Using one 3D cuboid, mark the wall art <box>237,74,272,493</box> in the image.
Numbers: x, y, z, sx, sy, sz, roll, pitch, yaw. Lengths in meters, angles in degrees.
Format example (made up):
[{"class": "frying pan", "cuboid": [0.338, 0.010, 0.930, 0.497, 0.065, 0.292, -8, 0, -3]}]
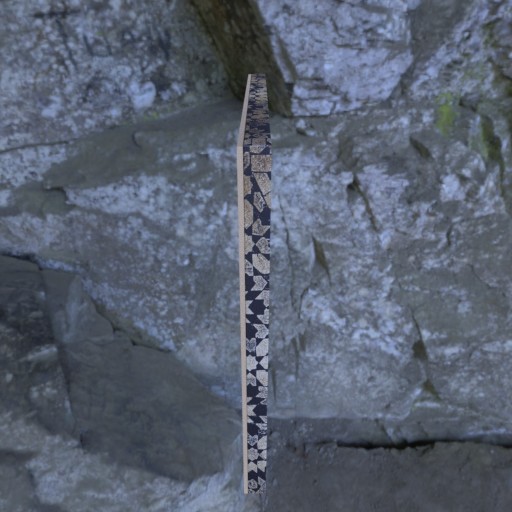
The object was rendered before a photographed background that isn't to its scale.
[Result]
[{"class": "wall art", "cuboid": [0.000, 0.000, 0.893, 0.038, 0.612, 0.612, 0, 29, 0]}]
